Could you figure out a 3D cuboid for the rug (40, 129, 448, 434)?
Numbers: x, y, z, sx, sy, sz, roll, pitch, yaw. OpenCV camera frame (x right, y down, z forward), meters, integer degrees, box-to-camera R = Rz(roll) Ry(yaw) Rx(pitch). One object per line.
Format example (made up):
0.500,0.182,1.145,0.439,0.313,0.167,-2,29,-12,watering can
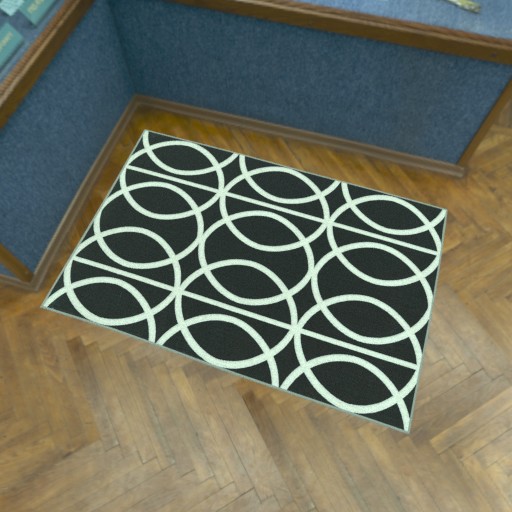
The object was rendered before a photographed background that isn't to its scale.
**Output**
0.000,0.000,2.884,2.290,0.014,1.526,17,64,8,rug
